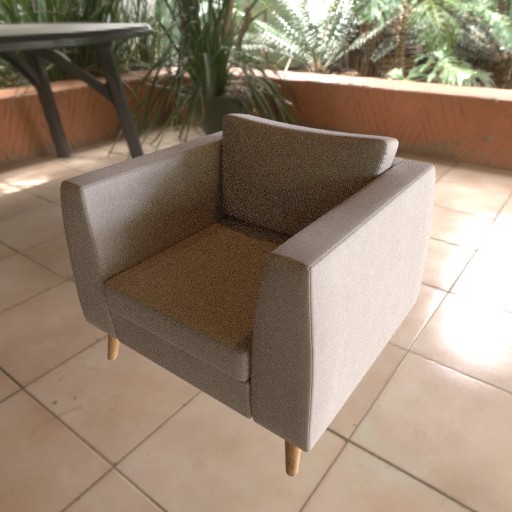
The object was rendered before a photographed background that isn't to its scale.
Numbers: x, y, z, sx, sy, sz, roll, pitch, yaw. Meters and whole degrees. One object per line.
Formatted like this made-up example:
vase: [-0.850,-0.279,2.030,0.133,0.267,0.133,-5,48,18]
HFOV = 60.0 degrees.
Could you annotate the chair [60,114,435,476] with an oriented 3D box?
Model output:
chair: [0.000,0.000,1.644,1.000,0.860,0.930,20,35,31]
